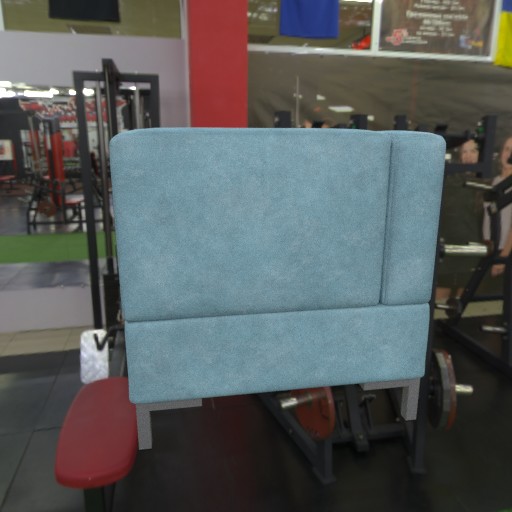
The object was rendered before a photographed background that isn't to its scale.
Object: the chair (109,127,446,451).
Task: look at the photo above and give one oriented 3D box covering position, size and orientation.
[{"bbox_3d":[0.000,0.000,1.217,0.684,0.660,0.691,-2,15,-9],"label":"chair"}]
